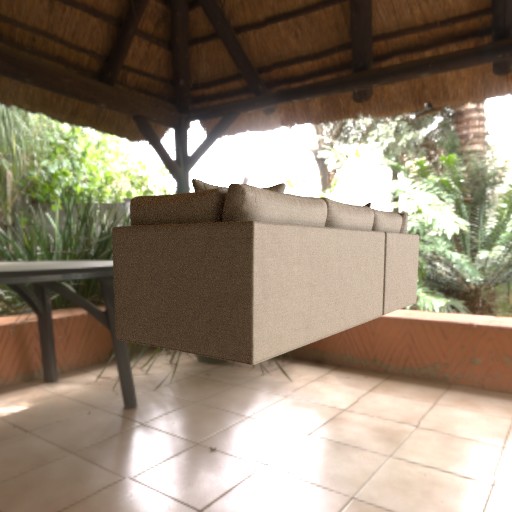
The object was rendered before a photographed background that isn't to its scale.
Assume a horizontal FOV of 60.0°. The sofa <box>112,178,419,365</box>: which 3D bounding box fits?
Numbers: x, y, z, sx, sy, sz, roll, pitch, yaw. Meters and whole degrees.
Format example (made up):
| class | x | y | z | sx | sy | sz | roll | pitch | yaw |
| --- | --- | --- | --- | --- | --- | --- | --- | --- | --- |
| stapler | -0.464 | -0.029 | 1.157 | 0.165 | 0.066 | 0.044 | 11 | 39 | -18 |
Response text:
| class | x | y | z | sx | sy | sz | roll | pitch | yaw |
| --- | --- | --- | --- | --- | --- | --- | --- | --- | --- |
| sofa | 0.000 | 0.000 | 3.828 | 1.994 | 0.978 | 2.896 | 1 | 1 | 35 |
